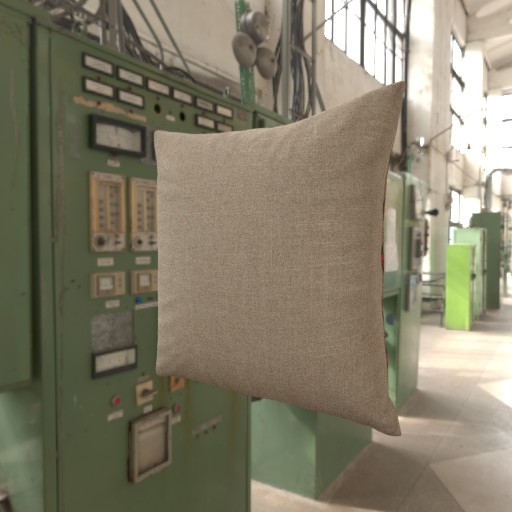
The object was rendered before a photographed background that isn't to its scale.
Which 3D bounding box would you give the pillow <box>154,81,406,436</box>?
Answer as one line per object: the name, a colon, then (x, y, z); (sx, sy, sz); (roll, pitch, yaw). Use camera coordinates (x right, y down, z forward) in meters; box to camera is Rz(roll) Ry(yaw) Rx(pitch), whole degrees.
pillow: (0.000, 0.000, 0.778); (0.513, 0.511, 0.158); (1, 2, 36)
